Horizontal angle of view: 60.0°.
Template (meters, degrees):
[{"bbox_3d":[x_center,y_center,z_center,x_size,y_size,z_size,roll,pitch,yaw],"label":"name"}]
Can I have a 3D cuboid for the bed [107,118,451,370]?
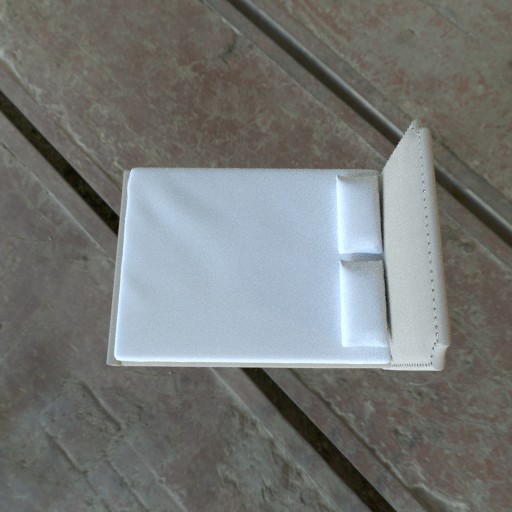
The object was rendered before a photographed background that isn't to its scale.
[{"bbox_3d":[0.000,0.000,3.471,2.372,1.443,1.713,1,76,0],"label":"bed"}]
